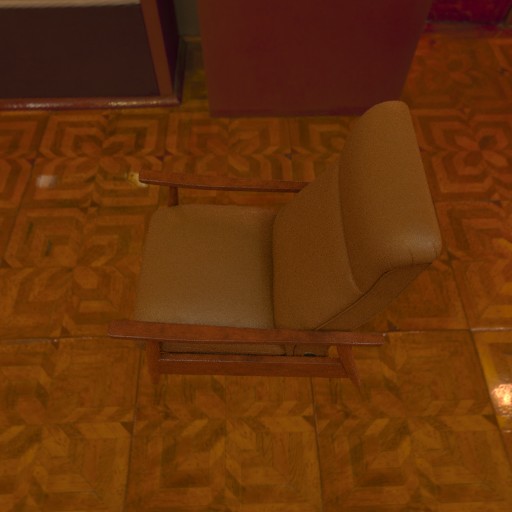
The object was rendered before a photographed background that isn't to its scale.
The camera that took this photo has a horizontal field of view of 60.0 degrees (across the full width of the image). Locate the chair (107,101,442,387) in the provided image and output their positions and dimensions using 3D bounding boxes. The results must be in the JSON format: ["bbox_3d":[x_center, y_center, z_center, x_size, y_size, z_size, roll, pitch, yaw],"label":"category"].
[{"bbox_3d":[0.000,0.000,1.777,1.014,1.082,0.762,1,58,0],"label":"chair"}]
